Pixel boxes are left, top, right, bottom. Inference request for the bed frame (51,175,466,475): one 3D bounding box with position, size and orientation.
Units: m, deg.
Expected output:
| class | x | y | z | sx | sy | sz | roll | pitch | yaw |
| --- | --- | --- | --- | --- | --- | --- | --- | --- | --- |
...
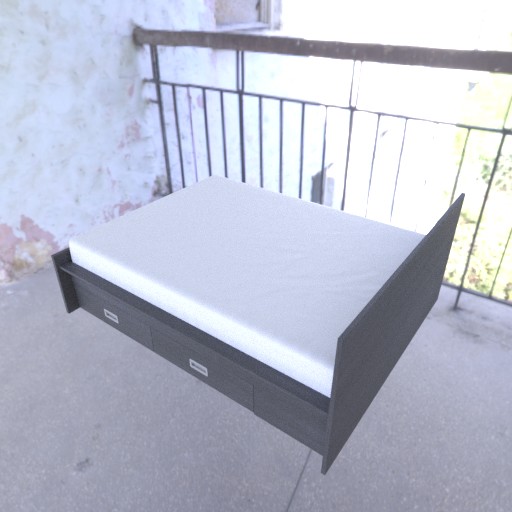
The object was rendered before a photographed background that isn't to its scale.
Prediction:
| class | x | y | z | sx | sy | sz | roll | pitch | yaw |
| --- | --- | --- | --- | --- | --- | --- | --- | --- | --- |
| bed frame | 0.000 | 0.000 | 2.831 | 1.960 | 0.800 | 1.622 | 21 | 37 | 30 |
